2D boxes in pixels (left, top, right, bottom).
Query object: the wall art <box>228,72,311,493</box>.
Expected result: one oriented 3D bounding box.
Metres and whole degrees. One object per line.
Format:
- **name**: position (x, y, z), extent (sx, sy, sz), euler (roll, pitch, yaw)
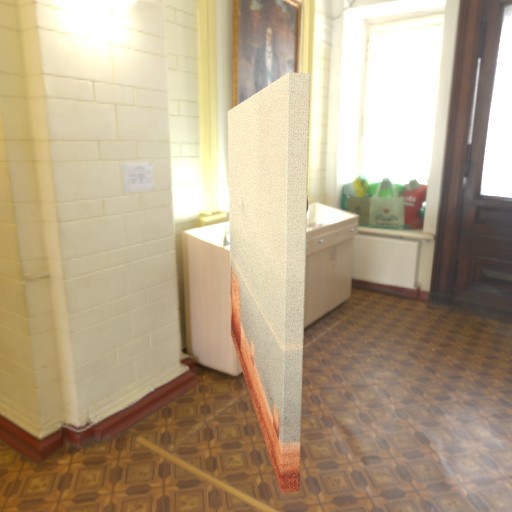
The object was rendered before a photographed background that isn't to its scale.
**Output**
- **wall art**: position (0.000, 0.000, 0.603), extent (0.023, 0.405, 0.405), euler (-3, 14, -10)
